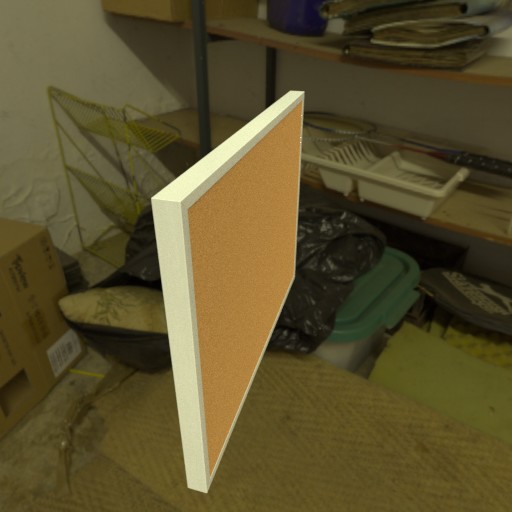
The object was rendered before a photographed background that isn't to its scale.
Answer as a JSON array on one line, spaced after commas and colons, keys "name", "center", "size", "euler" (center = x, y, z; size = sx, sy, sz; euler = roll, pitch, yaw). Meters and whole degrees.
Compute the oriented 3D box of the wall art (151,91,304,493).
[{"name": "wall art", "center": [0.000, 0.000, 1.352], "size": [0.053, 0.787, 1.041], "euler": [8, 31, 14]}]
